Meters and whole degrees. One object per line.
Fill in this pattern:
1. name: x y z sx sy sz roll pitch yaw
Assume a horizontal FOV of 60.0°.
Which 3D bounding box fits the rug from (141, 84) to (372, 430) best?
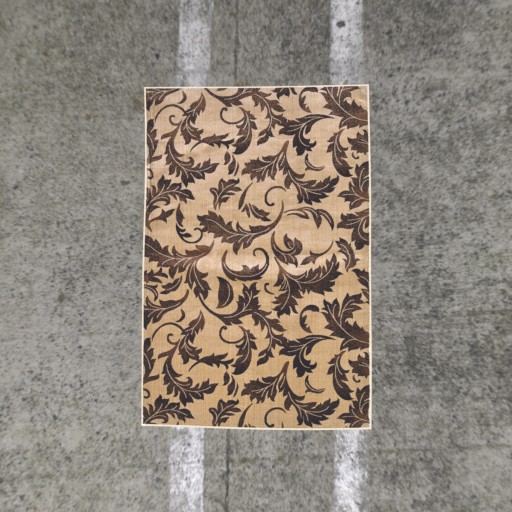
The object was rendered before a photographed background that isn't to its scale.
1. rug: 0.000 0.000 2.945 1.522 0.008 2.284 0 89 2
